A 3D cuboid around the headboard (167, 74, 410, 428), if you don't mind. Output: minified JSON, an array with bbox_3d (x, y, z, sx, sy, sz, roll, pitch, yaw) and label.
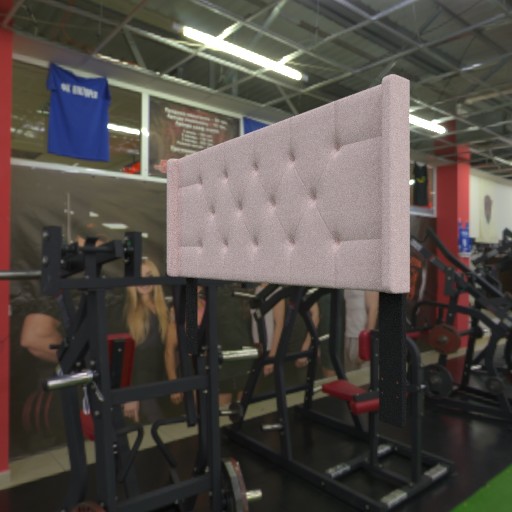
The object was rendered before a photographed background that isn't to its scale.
[{"bbox_3d":[0.000,0.000,2.699,0.184,1.524,2.051,0,0,-38],"label":"headboard"}]
